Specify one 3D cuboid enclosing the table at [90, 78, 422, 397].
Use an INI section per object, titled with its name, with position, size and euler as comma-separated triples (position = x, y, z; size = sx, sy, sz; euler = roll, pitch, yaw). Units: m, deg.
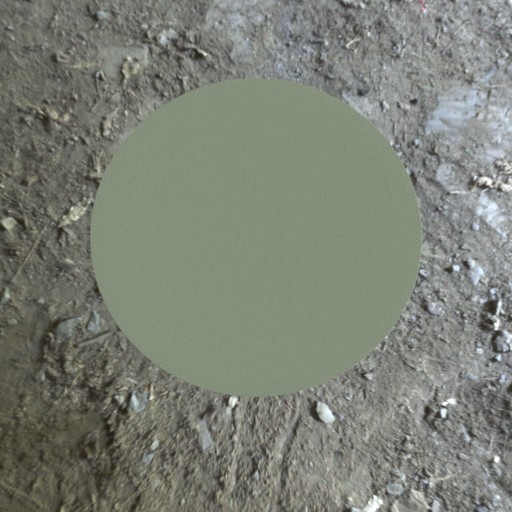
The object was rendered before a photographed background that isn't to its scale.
[table]
position = 0.000, 0.000, 1.570
size = 0.896, 0.762, 0.896
euler = 0, 77, 0
